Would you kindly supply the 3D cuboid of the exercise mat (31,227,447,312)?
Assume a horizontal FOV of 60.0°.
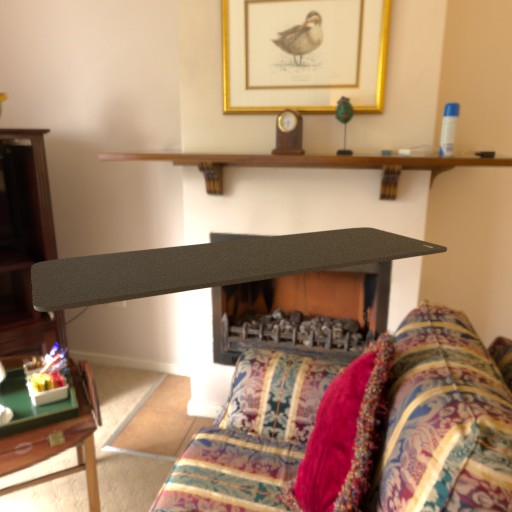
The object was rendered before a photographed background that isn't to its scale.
[{"bbox_3d":[0.000,0.000,2.055,1.869,0.021,0.616,-7,16,-25],"label":"exercise mat"}]
